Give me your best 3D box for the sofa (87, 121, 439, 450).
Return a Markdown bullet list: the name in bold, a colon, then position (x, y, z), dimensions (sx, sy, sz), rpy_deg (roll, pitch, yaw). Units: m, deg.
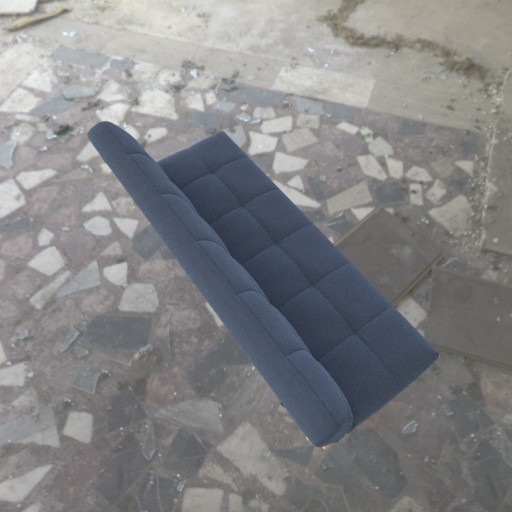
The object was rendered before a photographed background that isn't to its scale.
- **sofa**: position (0.000, 0.000, 2.220), dimensions (0.796, 0.800, 1.800), rpy_deg (-31, 63, -18)
